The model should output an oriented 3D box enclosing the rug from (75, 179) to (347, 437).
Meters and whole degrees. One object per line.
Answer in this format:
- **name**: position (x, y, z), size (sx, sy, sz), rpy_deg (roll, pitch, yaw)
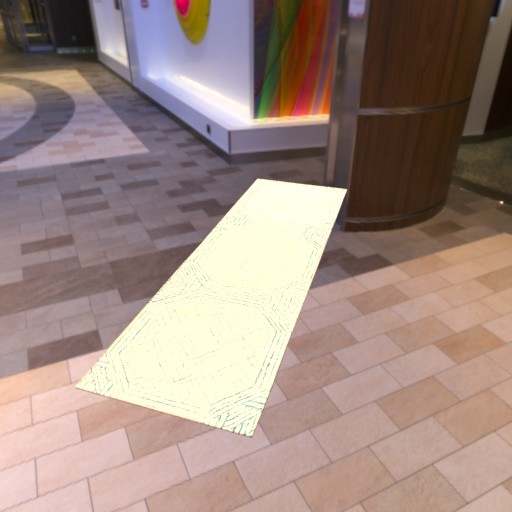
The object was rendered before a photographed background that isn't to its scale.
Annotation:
- **rug**: position (0.000, 0.000, 2.716), size (0.775, 0.012, 2.452), rpy_deg (10, 32, 15)
